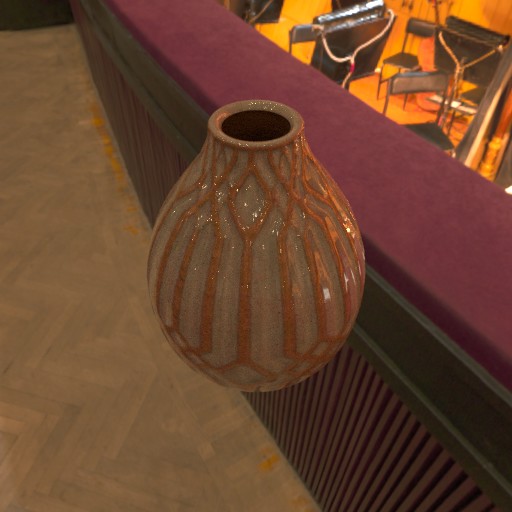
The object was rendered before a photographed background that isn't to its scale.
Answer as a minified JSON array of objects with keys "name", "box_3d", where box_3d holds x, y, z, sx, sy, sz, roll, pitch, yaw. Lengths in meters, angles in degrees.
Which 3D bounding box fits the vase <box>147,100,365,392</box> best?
[{"name":"vase","box_3d":[0.000,0.000,0.264,0.131,0.175,0.131,0,45,0]}]
